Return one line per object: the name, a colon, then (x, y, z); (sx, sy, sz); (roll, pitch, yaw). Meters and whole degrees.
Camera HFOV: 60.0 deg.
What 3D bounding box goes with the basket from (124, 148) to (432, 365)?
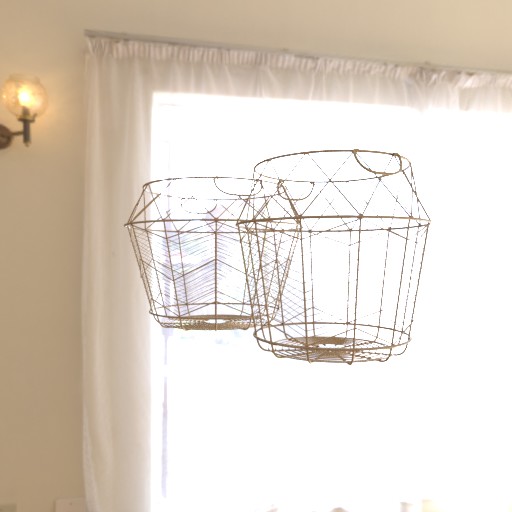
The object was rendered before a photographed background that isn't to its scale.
basket: (0.000, 0.000, 0.989); (0.451, 0.343, 0.805); (0, 0, -35)
